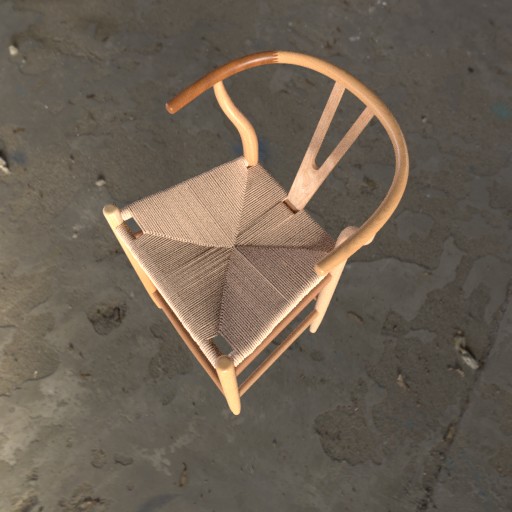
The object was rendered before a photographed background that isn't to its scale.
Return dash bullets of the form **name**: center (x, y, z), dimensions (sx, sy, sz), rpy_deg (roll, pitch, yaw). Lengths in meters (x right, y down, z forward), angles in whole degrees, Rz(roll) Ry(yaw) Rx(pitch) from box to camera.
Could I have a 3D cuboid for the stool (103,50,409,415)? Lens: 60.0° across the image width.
- **stool**: center (0.000, 0.000, 1.256), dimensions (0.575, 0.923, 0.536), rpy_deg (-34, 68, -16)
